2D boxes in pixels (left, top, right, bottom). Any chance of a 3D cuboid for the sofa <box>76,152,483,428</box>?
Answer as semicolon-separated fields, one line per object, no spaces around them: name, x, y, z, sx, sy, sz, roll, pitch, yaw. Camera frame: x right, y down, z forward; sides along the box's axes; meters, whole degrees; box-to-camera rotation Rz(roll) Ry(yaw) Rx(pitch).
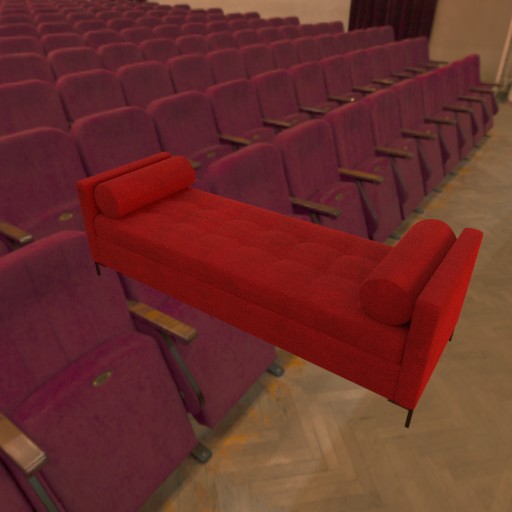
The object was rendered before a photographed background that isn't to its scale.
sofa;0.000;0.000;2.348;1.981;0.635;0.686;20;36;30
